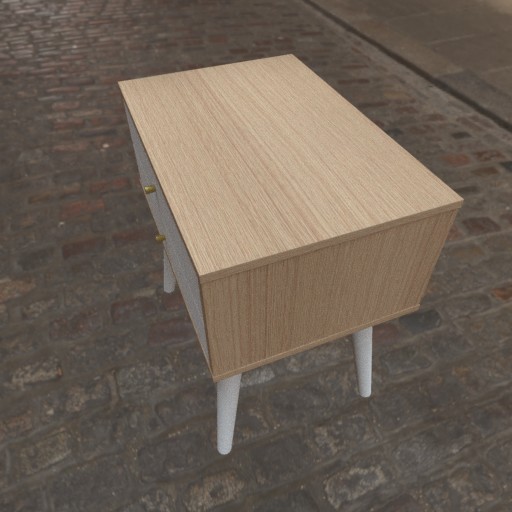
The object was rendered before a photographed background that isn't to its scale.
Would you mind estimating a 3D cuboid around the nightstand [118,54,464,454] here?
[{"bbox_3d":[0.000,0.000,0.978,0.407,0.610,0.571,-16,47,-15],"label":"nightstand"}]
